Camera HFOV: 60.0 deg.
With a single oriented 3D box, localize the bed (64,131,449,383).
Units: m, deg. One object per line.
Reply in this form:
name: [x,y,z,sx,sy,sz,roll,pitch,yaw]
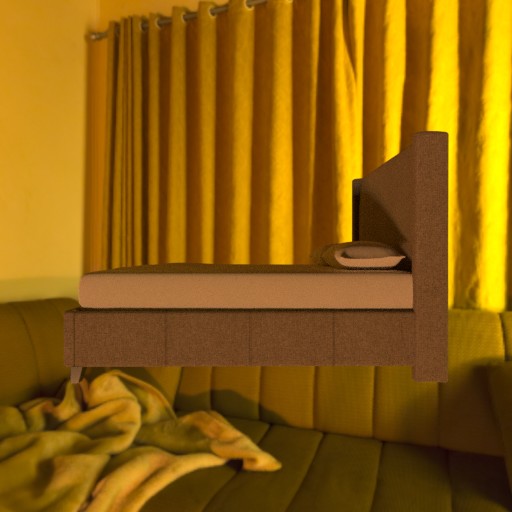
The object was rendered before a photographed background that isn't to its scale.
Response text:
bed: [0.000,0.000,3.424,2.245,1.481,1.714,0,0,0]
